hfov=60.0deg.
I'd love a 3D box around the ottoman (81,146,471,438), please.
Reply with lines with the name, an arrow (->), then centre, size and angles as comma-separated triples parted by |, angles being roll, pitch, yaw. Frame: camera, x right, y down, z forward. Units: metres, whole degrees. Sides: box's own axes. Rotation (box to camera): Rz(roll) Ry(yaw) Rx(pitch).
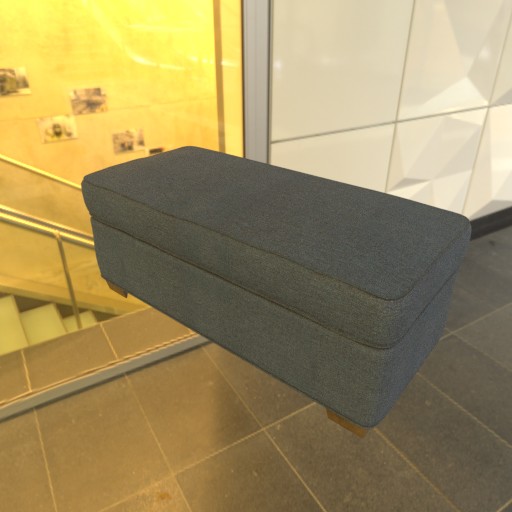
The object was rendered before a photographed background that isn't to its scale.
ottoman -> 0.000, 0.000, 1.397 | 1.110, 0.460, 0.515 | 22, 36, 33
